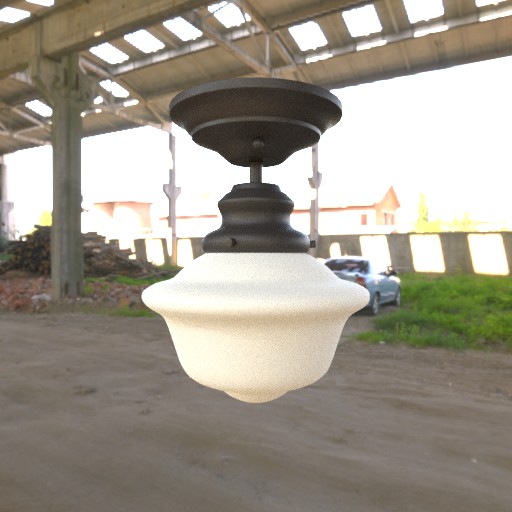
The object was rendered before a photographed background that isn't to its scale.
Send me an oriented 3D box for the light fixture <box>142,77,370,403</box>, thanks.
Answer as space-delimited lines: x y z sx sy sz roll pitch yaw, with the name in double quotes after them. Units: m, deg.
0.000 0.000 0.391 0.197 0.254 0.197 0 0 0 "light fixture"
